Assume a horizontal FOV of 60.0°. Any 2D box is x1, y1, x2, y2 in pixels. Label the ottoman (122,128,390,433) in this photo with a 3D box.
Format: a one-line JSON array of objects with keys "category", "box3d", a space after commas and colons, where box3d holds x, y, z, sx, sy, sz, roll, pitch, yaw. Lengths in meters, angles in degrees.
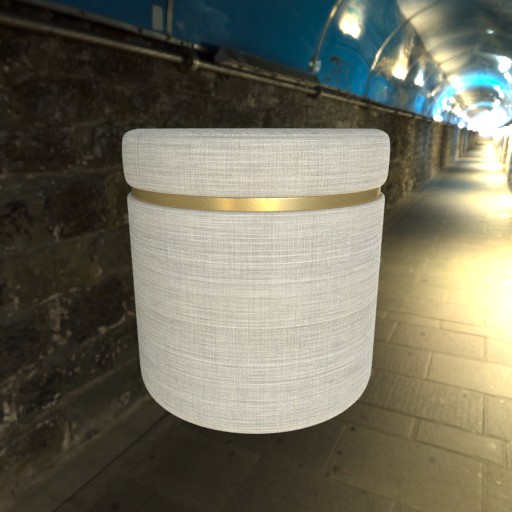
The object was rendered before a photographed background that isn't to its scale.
[{"category": "ottoman", "box3d": [0.000, 0.000, 0.736, 0.400, 0.406, 0.400, 0, 16, 0]}]
